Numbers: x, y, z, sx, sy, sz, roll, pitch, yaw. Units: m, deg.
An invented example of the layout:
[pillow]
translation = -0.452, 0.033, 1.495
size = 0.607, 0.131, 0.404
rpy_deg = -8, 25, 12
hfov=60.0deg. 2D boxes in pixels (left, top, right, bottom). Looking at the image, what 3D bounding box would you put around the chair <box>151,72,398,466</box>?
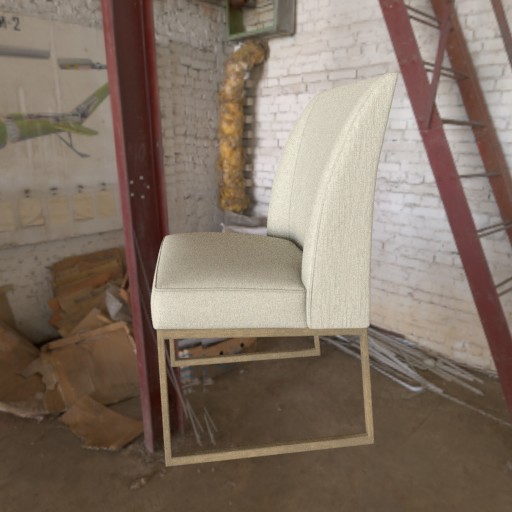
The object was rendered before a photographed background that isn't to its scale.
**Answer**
[chair]
translation = 0.000, 0.000, 1.173
size = 0.522, 0.863, 0.508
rpy_deg = -2, 16, -9
